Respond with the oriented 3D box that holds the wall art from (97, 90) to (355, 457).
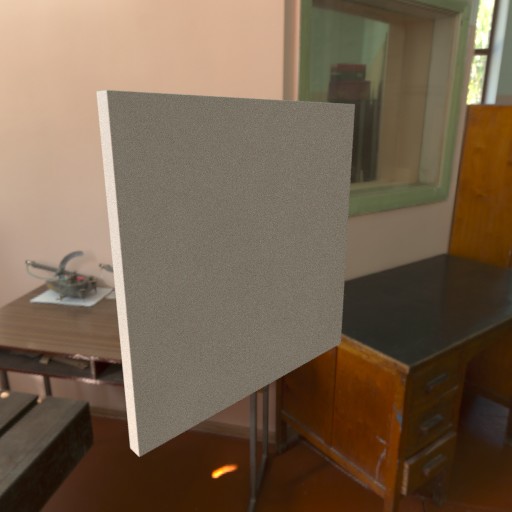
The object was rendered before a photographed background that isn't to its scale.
[{"bbox_3d":[0.000,0.000,1.141,0.762,0.762,0.040,-15,22,-42],"label":"wall art"}]
